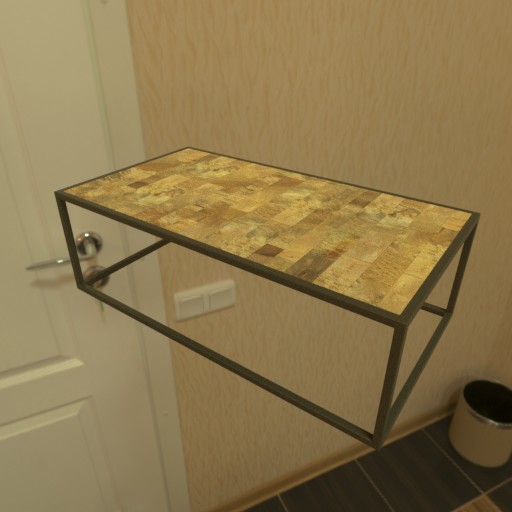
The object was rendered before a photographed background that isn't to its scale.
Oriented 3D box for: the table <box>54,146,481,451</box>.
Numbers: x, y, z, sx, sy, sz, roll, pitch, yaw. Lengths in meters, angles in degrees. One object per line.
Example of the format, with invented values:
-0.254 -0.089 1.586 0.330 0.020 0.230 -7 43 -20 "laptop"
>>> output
0.000 0.000 1.505 1.199 0.398 0.649 20 35 30 "table"
